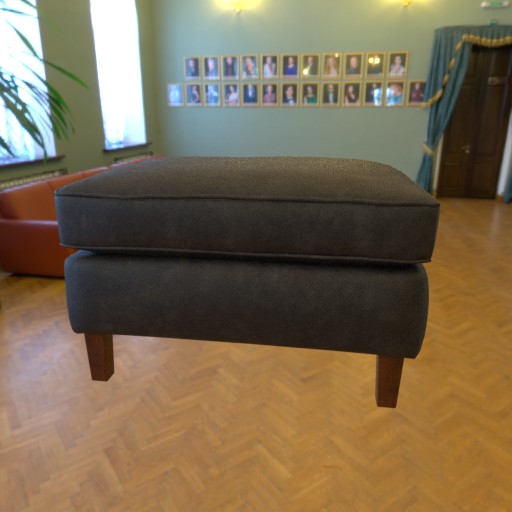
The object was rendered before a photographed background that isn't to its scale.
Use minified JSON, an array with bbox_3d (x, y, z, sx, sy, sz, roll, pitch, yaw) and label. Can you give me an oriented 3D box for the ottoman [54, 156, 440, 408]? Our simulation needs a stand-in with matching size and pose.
[{"bbox_3d":[0.000,0.000,0.982,0.665,0.413,0.501,3,18,8],"label":"ottoman"}]
